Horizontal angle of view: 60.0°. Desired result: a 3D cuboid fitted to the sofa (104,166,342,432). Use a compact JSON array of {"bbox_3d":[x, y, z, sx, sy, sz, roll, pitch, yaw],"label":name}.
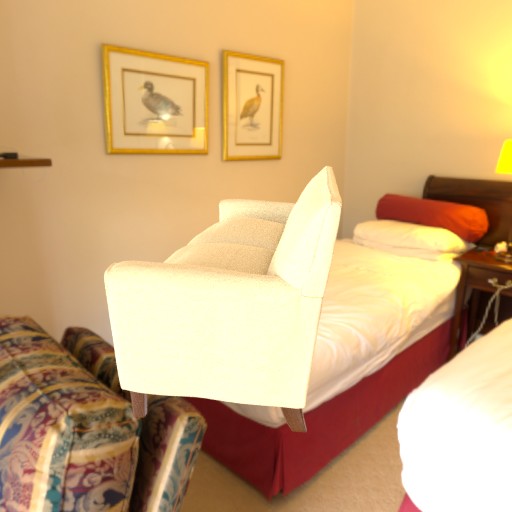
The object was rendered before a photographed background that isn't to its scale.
[{"bbox_3d":[0.000,0.000,2.481,0.841,0.907,2.001,2,15,8],"label":"sofa"}]
